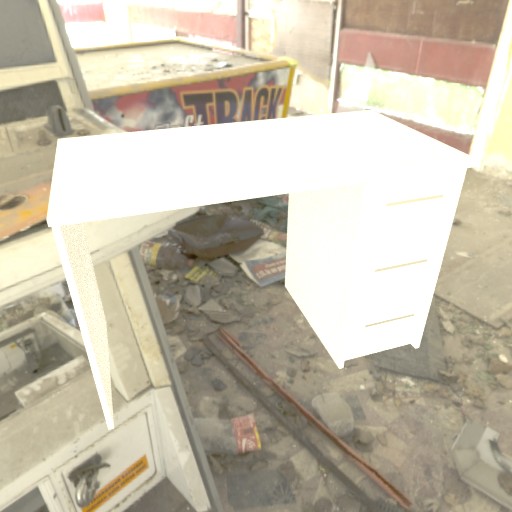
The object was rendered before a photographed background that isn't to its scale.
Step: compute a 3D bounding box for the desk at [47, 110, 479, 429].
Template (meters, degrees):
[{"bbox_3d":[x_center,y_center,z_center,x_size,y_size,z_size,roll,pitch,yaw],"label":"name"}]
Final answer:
[{"bbox_3d":[0.000,0.000,1.480,1.097,0.735,0.560,-10,34,-16],"label":"desk"}]
